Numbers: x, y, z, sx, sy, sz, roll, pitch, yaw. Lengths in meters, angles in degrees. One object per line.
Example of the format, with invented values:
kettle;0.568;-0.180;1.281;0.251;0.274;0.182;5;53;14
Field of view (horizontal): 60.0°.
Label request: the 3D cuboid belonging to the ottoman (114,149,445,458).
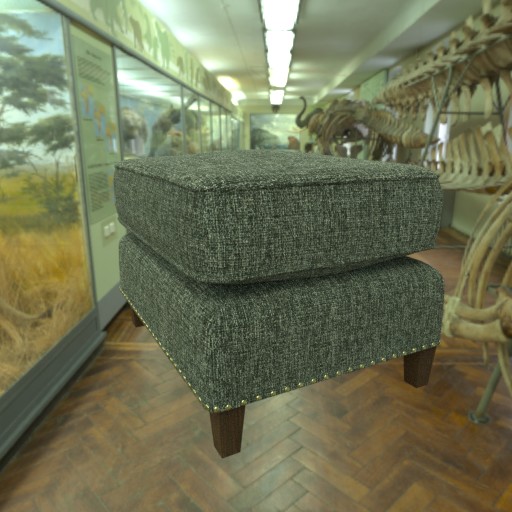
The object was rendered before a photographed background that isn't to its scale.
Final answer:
ottoman;0.000;0.000;1.147;0.589;0.537;0.738;-8;17;-27
